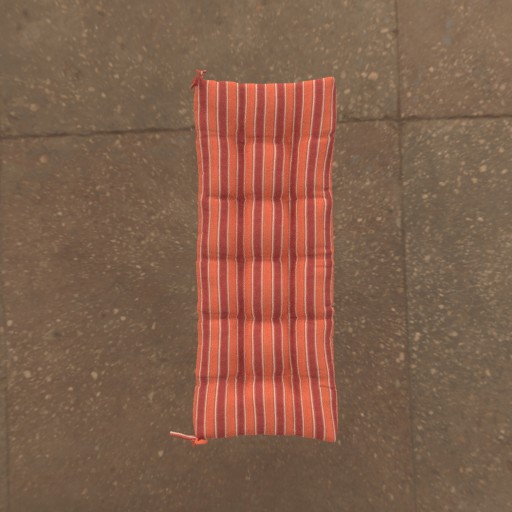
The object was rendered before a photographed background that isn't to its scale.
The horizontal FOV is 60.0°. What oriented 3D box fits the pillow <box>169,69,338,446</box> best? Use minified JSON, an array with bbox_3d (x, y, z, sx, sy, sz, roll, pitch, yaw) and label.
[{"bbox_3d":[0.000,0.000,1.384,0.511,0.174,1.194,0,89,0],"label":"pillow"}]
